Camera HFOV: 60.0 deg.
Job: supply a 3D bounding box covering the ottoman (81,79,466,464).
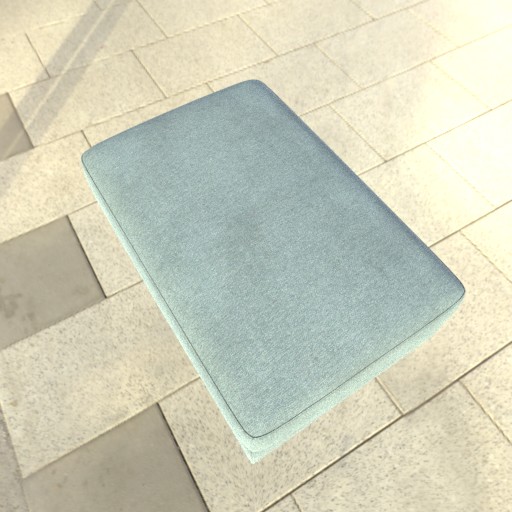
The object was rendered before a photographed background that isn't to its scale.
[{"bbox_3d":[0.000,0.000,1.198,0.584,0.483,0.864,-29,64,-16],"label":"ottoman"}]
